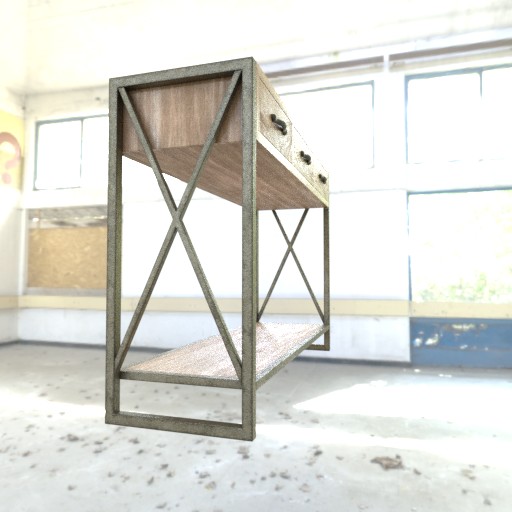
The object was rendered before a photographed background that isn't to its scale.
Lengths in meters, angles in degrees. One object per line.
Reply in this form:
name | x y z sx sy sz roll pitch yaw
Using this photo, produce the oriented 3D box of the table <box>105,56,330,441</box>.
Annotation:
table | 0.000 0.000 1.428 0.361 0.763 1.059 -1 -2 18
